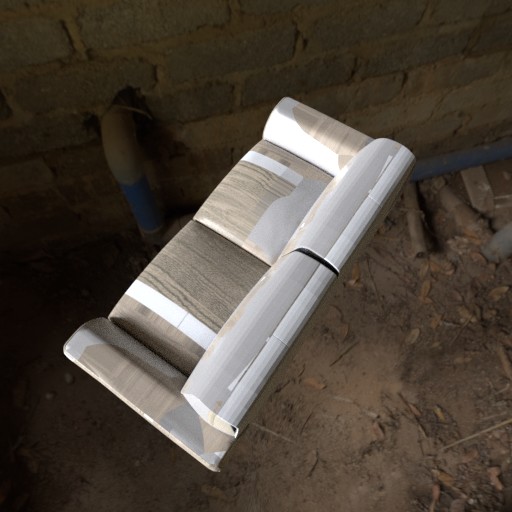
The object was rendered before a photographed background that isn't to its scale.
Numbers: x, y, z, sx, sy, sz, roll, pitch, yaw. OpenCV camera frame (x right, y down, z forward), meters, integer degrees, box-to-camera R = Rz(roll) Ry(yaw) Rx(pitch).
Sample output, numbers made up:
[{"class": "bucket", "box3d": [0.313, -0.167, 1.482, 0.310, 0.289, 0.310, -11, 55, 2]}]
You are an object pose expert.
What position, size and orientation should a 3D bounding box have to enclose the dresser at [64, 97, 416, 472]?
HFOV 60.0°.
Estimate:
[{"class": "dresser", "box3d": [0.000, 0.000, 5.768, 2.251, 1.863, 4.679, 32, 68, 14]}]
